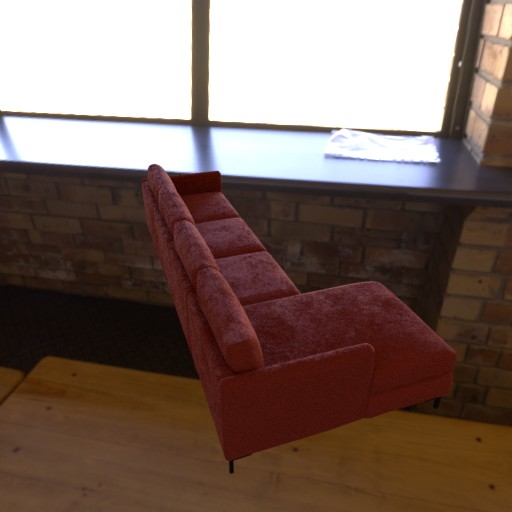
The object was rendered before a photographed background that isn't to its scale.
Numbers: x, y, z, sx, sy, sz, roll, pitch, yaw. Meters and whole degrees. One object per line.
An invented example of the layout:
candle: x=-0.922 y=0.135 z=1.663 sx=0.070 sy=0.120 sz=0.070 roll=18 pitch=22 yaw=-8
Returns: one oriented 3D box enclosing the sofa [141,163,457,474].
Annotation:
sofa: x=0.000 y=0.000 z=2.871 sx=1.136 sy=0.663 sz=2.467 roll=-10 pitch=31 yaw=-17
